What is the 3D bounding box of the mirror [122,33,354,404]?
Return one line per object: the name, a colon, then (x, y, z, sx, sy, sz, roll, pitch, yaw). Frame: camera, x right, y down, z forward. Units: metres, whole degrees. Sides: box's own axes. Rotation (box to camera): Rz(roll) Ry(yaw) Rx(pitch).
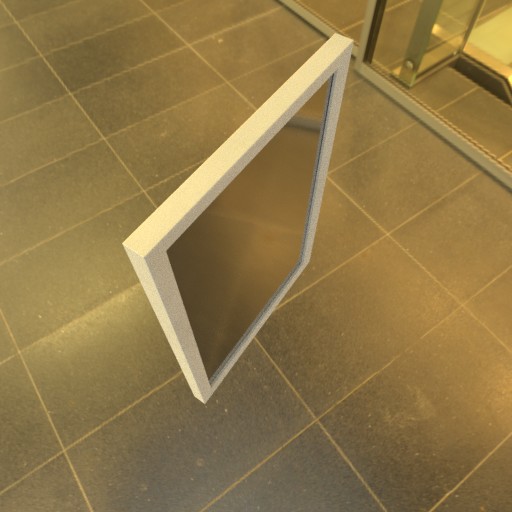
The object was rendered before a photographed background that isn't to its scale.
mirror: (0.000, 0.000, 0.926, 0.040, 0.710, 0.507, 31, 63, 17)
